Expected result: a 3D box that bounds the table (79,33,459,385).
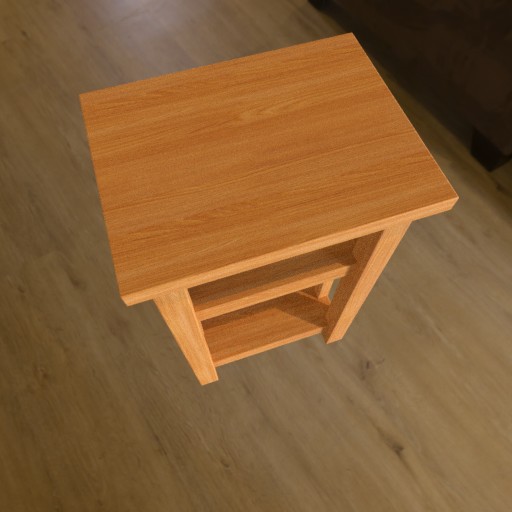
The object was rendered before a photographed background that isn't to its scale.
[{"bbox_3d":[0.000,0.000,0.732,0.350,0.550,0.270,-16,64,-8],"label":"table"}]
